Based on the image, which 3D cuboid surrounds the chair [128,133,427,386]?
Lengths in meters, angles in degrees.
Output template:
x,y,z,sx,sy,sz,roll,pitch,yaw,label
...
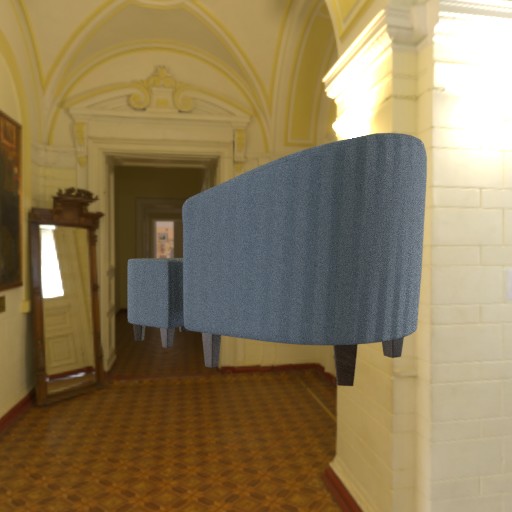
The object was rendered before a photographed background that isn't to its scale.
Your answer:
x,y,z,sx,sy,sz,roll,pitch,yaw,label
0.000,0.000,1.773,1.288,0.757,0.756,0,1,35,chair
